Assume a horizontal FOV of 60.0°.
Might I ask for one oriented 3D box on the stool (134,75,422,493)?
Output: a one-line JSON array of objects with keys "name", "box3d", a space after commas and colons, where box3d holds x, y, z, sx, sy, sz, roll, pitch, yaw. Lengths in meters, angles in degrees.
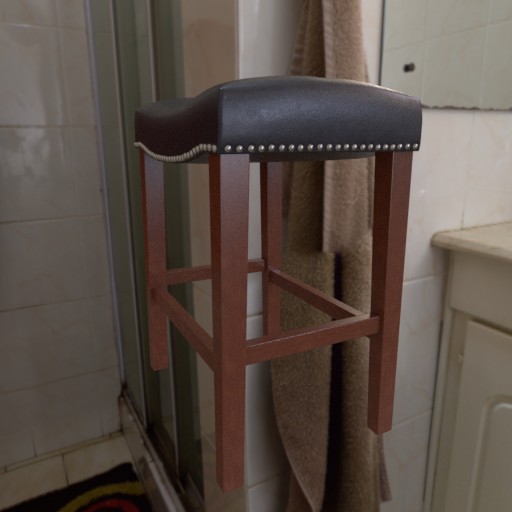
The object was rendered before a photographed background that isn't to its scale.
[{"name": "stool", "box3d": [0.000, 0.000, 0.928, 0.372, 0.654, 0.504, -7, 16, -26]}]
